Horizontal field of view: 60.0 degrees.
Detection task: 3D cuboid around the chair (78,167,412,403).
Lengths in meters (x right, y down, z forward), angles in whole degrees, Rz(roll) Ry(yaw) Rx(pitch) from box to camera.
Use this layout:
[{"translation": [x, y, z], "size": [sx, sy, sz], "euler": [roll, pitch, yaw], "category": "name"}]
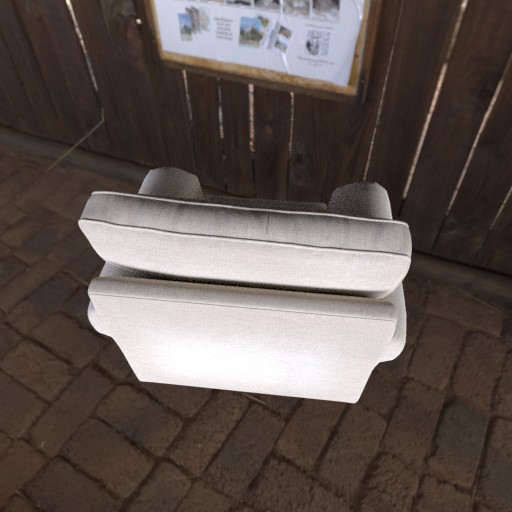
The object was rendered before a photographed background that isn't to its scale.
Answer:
[{"translation": [0.000, 0.000, 1.823], "size": [1.092, 0.961, 0.965], "euler": [5, 47, 4], "category": "chair"}]
